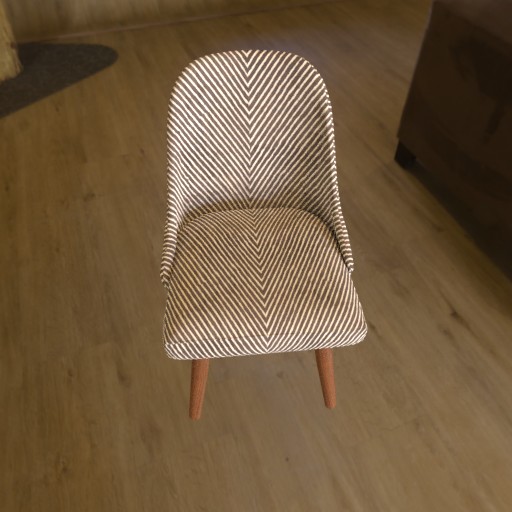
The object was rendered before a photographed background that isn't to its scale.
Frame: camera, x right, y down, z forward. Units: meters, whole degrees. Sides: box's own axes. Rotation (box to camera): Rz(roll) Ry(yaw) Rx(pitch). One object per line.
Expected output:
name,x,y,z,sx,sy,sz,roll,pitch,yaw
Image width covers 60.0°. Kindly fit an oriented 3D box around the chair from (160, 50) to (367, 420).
chair,0.000,0.000,1.226,0.504,0.883,0.591,-4,47,-3
